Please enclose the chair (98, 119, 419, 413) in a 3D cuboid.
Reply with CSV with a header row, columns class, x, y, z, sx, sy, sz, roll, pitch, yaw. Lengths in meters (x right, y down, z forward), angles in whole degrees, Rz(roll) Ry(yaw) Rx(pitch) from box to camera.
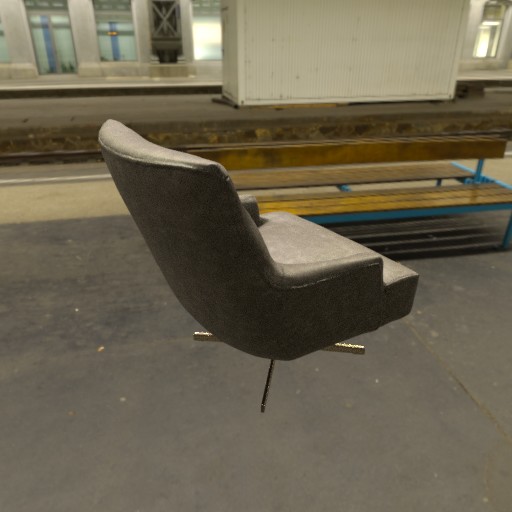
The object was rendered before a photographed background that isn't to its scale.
class,x,y,z,sx,sy,sz,roll,pitch,yaw
chair,0.000,0.000,1.497,0.874,0.870,0.738,-17,31,-31
